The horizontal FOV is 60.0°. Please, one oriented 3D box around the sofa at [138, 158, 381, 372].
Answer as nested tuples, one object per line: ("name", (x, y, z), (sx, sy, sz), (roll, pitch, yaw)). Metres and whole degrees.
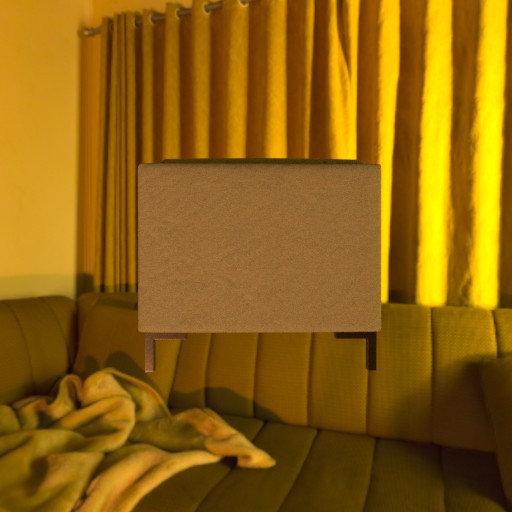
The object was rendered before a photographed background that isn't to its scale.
("sofa", (0.000, 0.000, 2.422), (0.796, 0.705, 2.102), (0, 1, -1))
